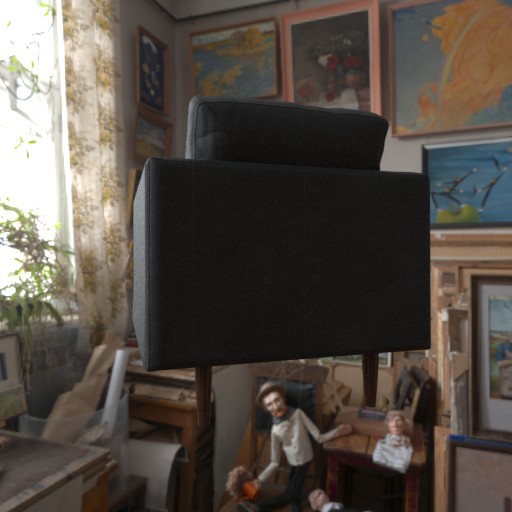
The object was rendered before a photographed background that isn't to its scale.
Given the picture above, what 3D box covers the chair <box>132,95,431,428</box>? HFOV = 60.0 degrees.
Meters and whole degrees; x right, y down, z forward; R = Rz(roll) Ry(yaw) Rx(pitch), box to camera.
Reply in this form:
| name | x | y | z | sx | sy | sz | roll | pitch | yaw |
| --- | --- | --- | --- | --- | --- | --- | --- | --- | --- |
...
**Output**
| name | x | y | z | sx | sy | sz | roll | pitch | yaw |
| --- | --- | --- | --- | --- | --- | --- | --- | --- | --- |
| chair | 0.000 | 0.000 | 1.585 | 0.831 | 0.898 | 0.879 | 0 | 1 | -17 |
